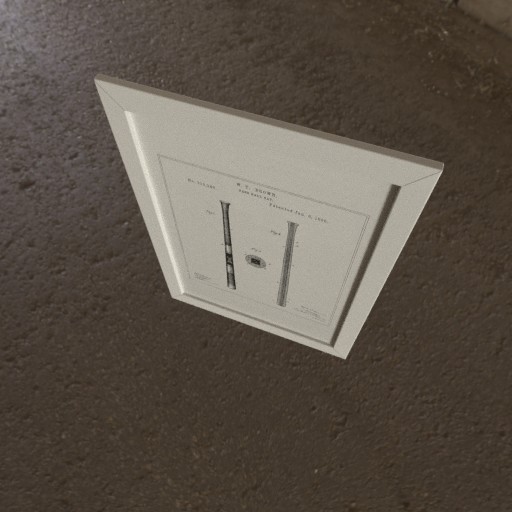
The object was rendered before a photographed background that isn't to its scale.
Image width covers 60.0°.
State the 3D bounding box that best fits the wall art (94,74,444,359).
[{"bbox_3d":[0.000,0.000,0.673,0.374,0.529,0.012,18,60,11],"label":"wall art"}]
